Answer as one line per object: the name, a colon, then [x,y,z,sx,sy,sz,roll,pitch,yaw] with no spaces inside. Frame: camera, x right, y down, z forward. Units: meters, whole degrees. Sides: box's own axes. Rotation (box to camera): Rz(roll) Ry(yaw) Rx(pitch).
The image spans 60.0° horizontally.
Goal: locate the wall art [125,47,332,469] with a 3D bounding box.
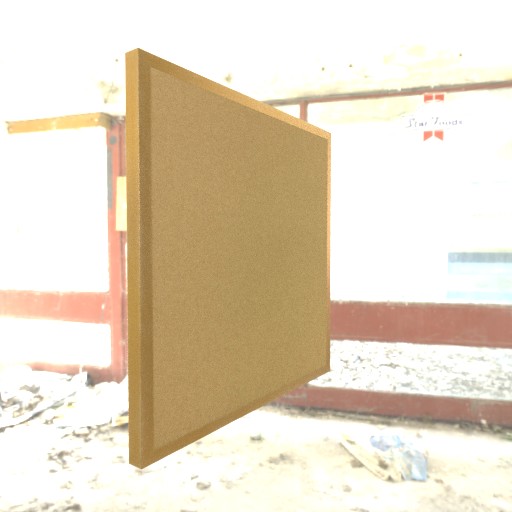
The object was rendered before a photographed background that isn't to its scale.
wall art: [0.000,0.000,1.116,0.037,0.760,0.762,1,2,36]
